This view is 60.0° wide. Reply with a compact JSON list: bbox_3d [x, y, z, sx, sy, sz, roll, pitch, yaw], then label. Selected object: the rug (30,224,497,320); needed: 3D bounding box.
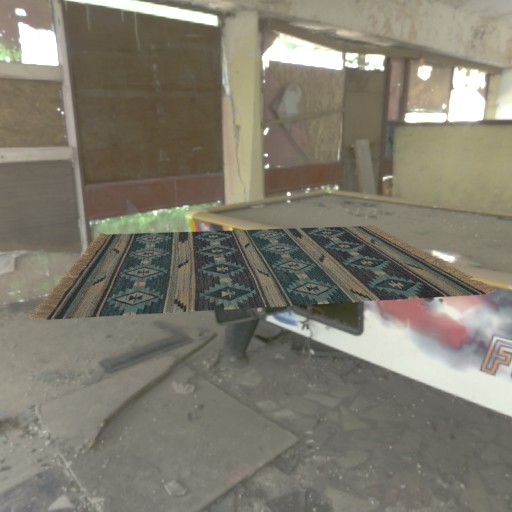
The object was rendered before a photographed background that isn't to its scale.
[{"bbox_3d":[0.000,0.000,4.192,3.307,0.047,2.418,-2,16,-8],"label":"rug"}]
